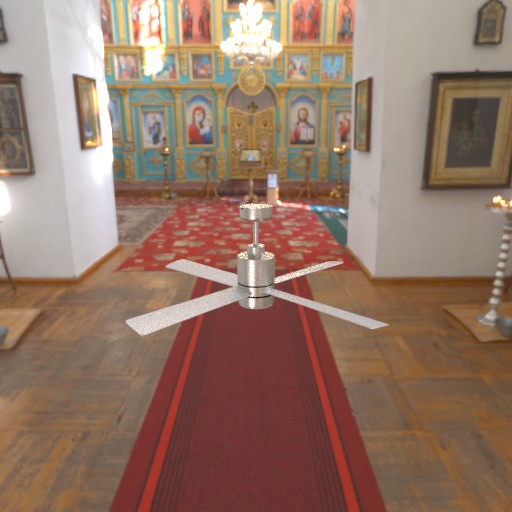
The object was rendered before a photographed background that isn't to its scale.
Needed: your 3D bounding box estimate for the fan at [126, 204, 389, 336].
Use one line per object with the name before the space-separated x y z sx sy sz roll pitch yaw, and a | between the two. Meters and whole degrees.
fan | 0.000 0.000 2.386 1.525 0.539 1.525 14 20 43
